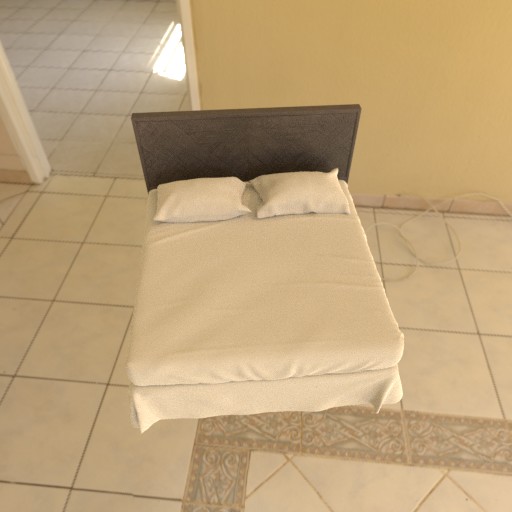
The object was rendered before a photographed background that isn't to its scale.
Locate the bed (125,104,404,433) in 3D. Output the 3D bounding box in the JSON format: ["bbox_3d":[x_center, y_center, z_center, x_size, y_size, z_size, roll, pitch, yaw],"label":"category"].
[{"bbox_3d":[0.000,0.000,2.926,1.772,1.142,1.785,-3,47,-3],"label":"bed"}]
